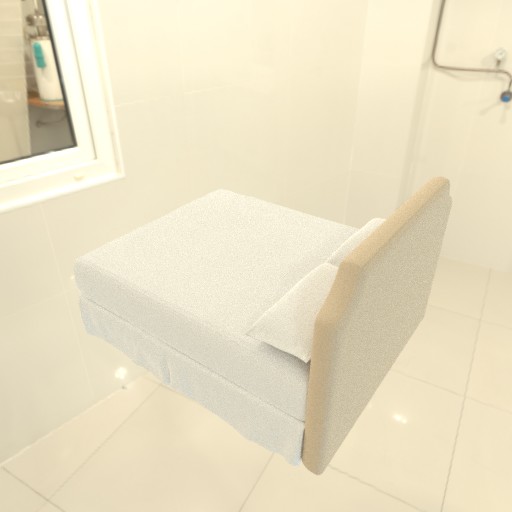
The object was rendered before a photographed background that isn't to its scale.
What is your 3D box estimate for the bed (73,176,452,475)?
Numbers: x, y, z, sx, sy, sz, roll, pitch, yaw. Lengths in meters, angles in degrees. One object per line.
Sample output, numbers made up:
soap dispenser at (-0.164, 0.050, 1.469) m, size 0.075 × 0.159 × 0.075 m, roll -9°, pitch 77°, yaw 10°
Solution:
bed at (0.000, 0.000, 3.845) m, size 2.548 × 1.524 × 2.134 m, roll 21°, pitch 37°, yaw 30°
